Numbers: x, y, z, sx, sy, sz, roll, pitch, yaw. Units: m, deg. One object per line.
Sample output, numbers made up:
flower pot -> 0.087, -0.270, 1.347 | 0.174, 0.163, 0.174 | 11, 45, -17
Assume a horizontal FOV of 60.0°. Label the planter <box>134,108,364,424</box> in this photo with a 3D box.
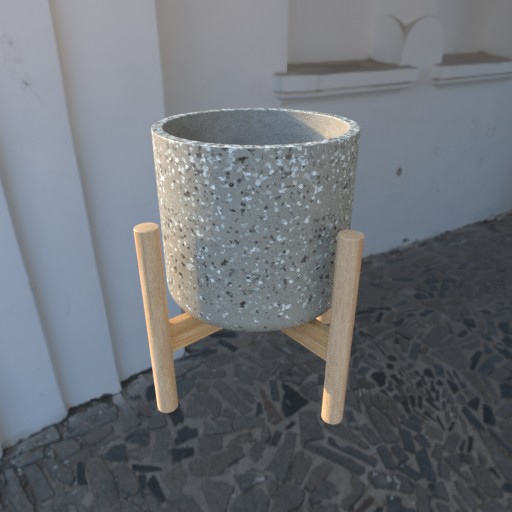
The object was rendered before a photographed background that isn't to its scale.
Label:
planter -> 0.000, 0.000, 0.552 | 0.284, 0.320, 0.284 | -8, 28, -15
